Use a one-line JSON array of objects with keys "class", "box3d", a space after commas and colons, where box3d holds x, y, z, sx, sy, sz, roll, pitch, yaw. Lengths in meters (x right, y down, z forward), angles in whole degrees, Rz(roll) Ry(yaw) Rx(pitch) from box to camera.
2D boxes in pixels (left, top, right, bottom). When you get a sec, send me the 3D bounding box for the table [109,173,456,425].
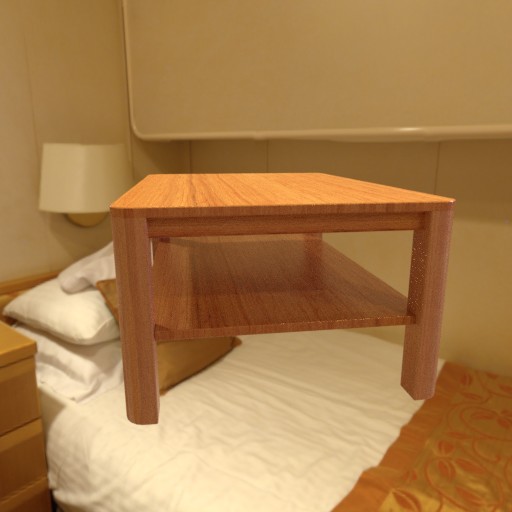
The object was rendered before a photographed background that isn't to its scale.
[{"class": "table", "box3d": [0.000, 0.000, 1.371, 0.696, 0.445, 0.997, -2, 14, -9]}]
